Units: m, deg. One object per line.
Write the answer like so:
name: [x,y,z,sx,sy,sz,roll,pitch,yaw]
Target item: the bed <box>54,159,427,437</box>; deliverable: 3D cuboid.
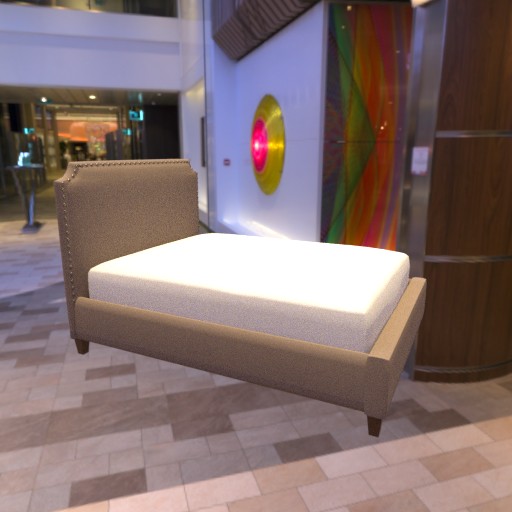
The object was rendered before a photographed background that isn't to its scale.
bed: [0.000,0.000,3.449,2.372,1.443,1.713,7,15,26]
